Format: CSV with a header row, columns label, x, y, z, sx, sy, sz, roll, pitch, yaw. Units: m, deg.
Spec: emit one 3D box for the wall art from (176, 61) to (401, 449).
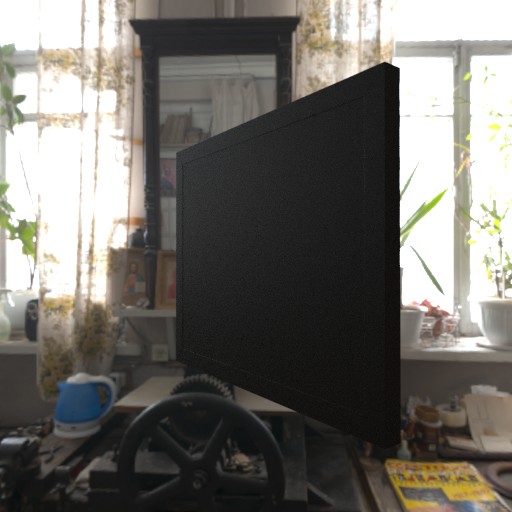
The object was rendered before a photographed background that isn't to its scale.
label,x,y,z,sx,sy,sz,roll,pitch,yaw
wall art,0.000,0.000,0.756,0.029,0.457,0.558,0,0,-36
